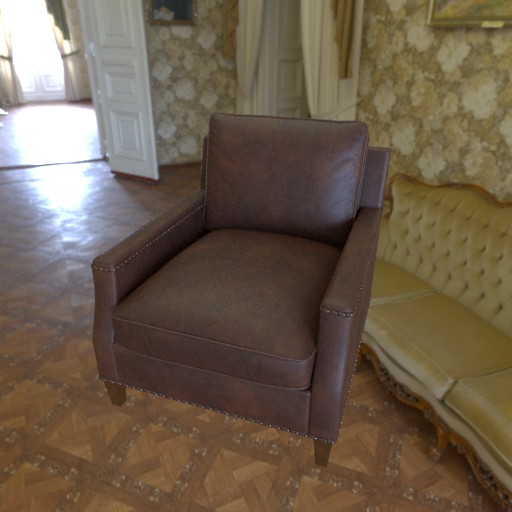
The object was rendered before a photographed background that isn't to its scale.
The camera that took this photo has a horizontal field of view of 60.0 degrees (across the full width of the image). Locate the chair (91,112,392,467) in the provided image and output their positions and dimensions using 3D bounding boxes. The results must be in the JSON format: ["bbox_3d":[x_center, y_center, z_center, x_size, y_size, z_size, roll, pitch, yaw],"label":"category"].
[{"bbox_3d":[0.000,0.000,1.695,0.853,0.929,1.014,9,28,18],"label":"chair"}]
